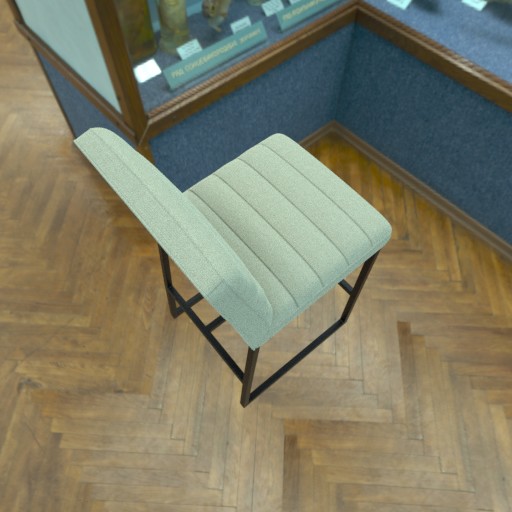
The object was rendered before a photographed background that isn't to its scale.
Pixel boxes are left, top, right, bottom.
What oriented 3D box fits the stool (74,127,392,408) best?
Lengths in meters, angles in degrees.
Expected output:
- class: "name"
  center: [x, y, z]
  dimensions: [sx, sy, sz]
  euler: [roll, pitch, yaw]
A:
- class: "stool"
  center: [0.000, 0.000, 1.246]
  dimensions: [0.560, 0.940, 0.460]
  euler: [-35, 65, -19]
